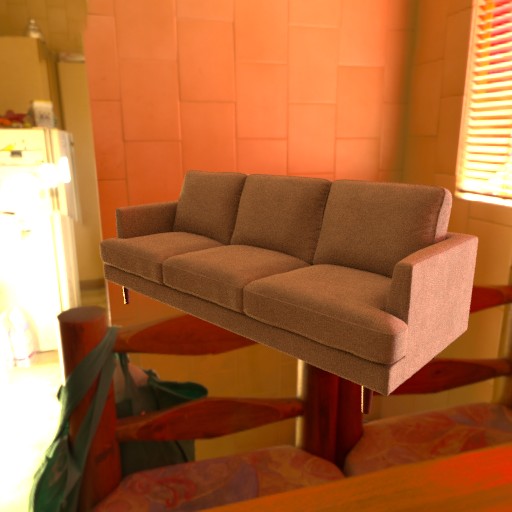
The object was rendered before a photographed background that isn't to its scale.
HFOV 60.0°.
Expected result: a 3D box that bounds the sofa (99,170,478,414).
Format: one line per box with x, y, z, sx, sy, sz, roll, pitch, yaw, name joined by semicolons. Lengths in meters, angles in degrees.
0.000;0.000;2.671;2.246;0.930;0.903;13;19;42;sofa
